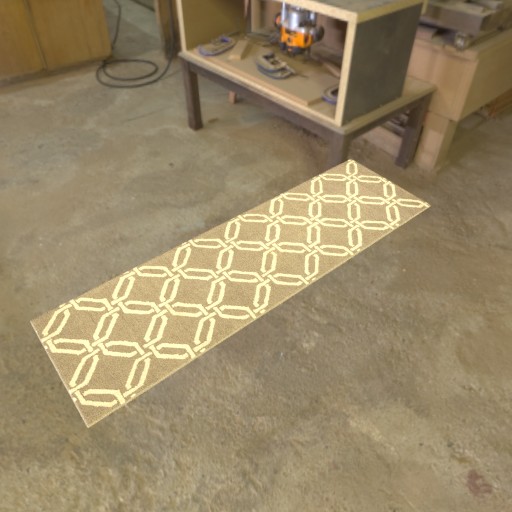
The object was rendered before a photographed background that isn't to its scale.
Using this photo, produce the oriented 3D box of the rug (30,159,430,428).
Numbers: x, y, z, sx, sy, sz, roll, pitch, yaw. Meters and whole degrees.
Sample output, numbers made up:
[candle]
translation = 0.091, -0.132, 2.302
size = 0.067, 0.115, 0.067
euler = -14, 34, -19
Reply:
[rug]
translation = 0.000, 0.000, 2.470
size = 2.276, 0.014, 0.678
euler = -30, 52, -26
